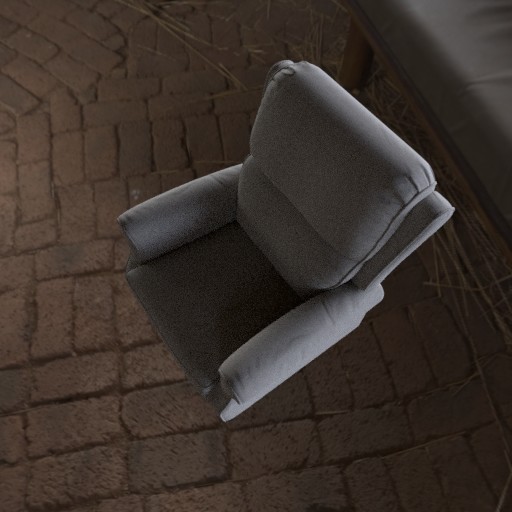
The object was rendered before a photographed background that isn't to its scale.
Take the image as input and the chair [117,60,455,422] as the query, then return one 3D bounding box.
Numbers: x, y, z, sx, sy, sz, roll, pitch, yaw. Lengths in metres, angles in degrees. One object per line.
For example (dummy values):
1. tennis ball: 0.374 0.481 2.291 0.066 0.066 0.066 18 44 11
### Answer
1. chair: 0.000 0.000 1.707 0.919 1.046 0.859 -32 67 -16
